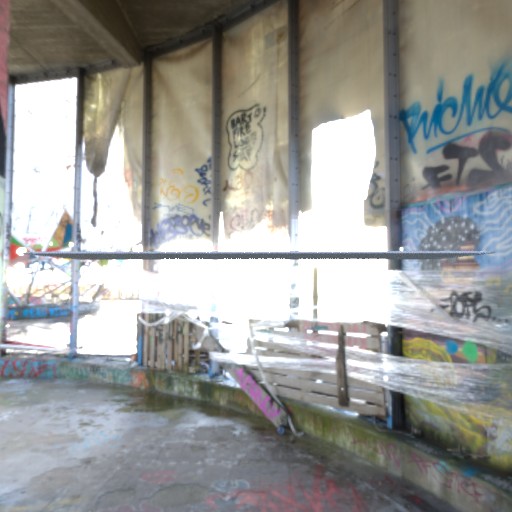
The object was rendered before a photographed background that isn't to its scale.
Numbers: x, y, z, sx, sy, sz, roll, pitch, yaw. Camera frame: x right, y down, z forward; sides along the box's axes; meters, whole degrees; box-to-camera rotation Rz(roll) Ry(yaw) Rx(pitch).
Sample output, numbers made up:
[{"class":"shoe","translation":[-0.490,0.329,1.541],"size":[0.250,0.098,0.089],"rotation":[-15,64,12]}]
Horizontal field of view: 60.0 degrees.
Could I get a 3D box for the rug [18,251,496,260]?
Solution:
[{"class":"rug","translation":[0.000,0.000,2.656],"size":[2.480,0.013,0.786],"rotation":[0,-3,1]}]
